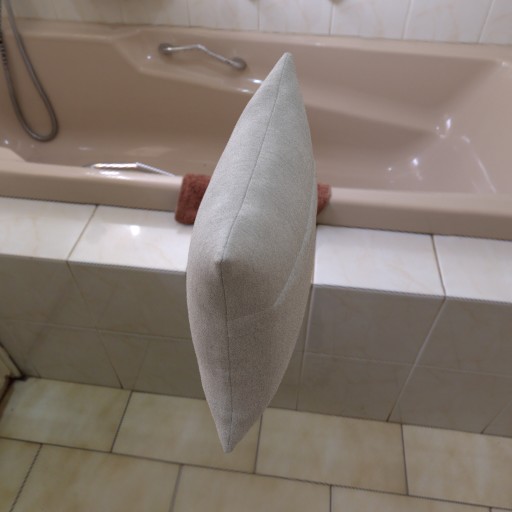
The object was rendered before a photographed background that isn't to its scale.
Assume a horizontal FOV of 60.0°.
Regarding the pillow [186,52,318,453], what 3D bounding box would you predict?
[{"bbox_3d":[0.000,0.000,0.667,0.173,0.436,0.433,7,46,7],"label":"pillow"}]
